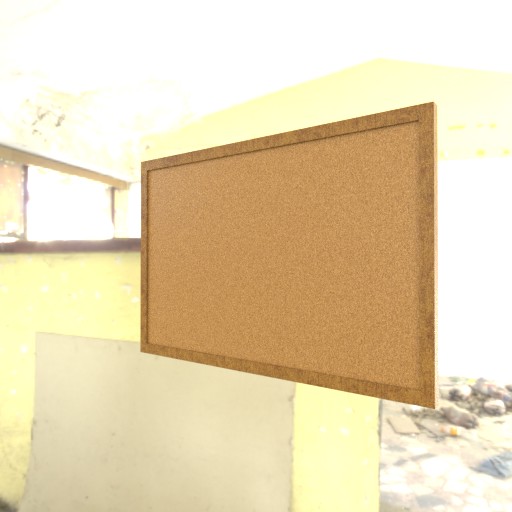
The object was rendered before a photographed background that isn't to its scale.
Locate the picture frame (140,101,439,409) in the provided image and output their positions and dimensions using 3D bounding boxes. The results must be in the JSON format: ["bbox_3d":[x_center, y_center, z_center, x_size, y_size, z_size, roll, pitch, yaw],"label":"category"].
[{"bbox_3d":[0.000,0.000,1.182,0.922,0.621,0.029,0,-1,37],"label":"picture frame"}]
